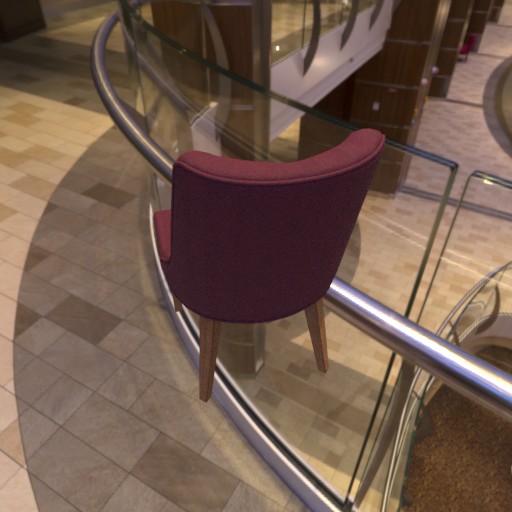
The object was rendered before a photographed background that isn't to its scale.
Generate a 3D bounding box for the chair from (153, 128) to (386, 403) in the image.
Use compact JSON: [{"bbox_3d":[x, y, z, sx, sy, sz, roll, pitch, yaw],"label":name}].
[{"bbox_3d":[0.000,0.000,1.302,0.548,0.916,0.638,-10,41,-12],"label":"chair"}]
